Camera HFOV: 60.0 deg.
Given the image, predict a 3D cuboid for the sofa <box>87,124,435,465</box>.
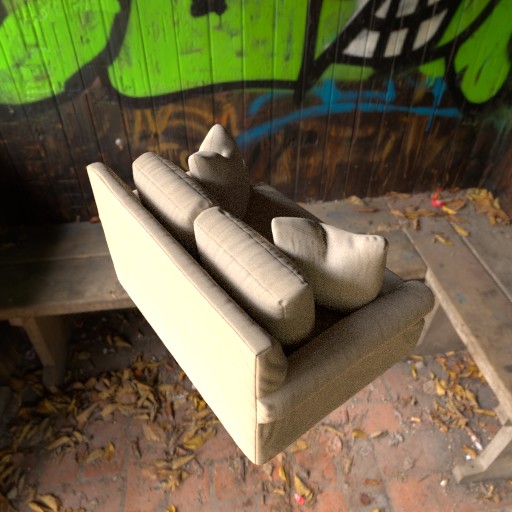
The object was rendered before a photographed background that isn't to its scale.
[{"bbox_3d":[0.000,0.000,2.235,1.070,0.905,1.550,-26,48,-27],"label":"sofa"}]
